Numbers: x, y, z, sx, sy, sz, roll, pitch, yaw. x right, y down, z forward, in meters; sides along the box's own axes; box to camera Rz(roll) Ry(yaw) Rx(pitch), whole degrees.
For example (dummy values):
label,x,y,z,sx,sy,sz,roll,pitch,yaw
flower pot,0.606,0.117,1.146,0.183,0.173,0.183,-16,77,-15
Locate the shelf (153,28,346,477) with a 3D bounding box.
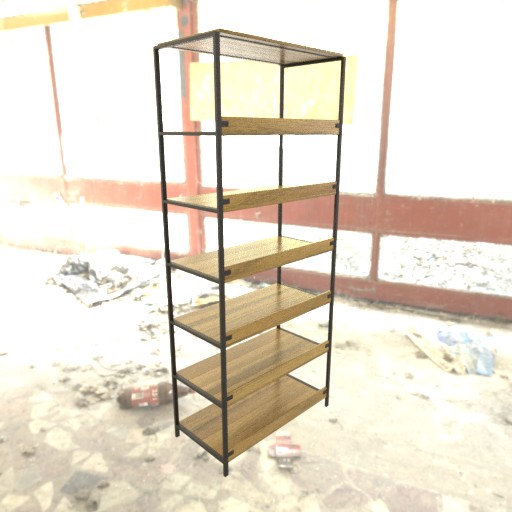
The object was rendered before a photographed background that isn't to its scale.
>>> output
label,x,y,z,sx,sy,sz,roll,pitch,yaw
shelf,0.000,0.000,2.347,0.847,2.015,0.431,-15,21,-43
